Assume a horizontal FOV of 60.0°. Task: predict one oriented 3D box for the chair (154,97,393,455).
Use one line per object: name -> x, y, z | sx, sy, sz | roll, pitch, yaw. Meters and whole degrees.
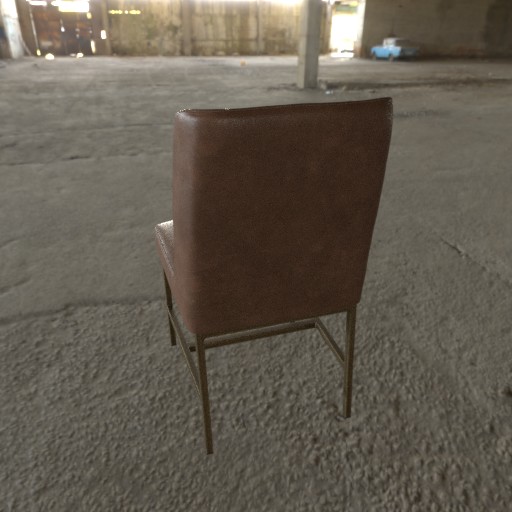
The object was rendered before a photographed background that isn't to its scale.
chair -> 0.000, 0.000, 1.243 | 0.508, 0.889, 0.587 | -8, 28, -16
